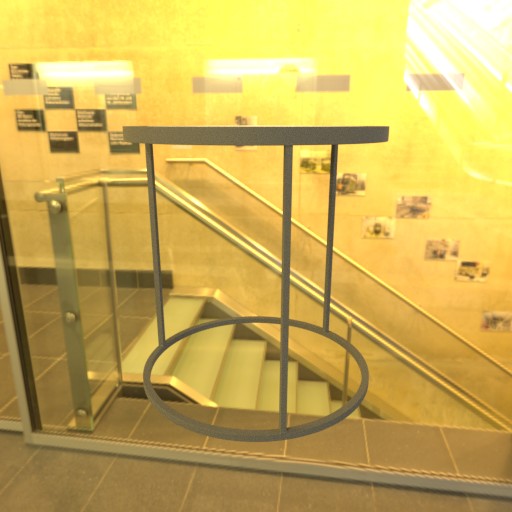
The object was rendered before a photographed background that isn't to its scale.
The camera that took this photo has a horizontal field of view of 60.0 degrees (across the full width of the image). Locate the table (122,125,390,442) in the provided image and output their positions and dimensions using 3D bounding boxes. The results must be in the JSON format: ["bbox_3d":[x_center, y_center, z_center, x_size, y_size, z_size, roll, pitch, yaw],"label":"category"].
[{"bbox_3d":[0.000,0.000,0.882,0.470,0.498,0.470,0,16,0],"label":"table"}]
